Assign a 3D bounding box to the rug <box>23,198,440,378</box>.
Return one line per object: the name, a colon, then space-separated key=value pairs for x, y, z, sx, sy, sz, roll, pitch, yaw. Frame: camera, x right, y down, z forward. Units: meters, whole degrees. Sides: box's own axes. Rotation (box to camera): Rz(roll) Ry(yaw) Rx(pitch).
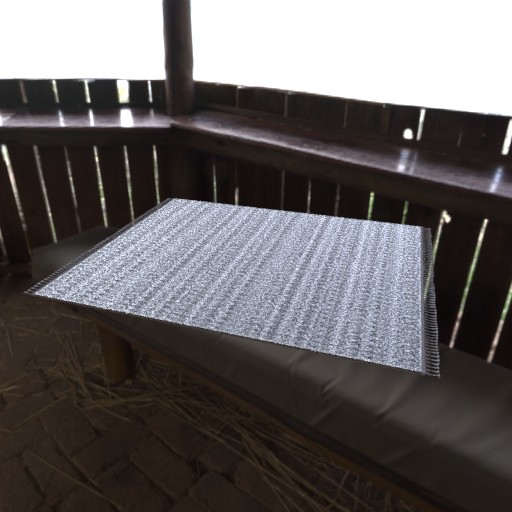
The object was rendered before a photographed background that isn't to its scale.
rug: x=0.000 y=0.000 z=3.836 sx=2.910 sy=0.013 sz=2.256 roll=8 pitch=28 yaw=16
